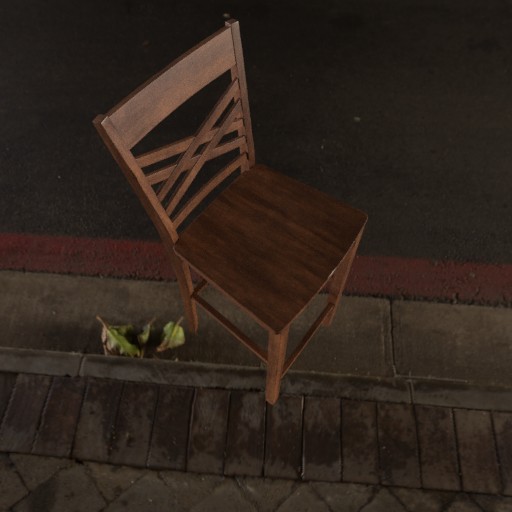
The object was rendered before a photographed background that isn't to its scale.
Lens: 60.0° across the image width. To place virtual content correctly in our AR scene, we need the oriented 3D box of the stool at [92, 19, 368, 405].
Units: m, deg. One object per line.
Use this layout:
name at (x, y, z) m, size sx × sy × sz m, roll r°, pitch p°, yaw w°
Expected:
stool at (0.000, 0.000, 1.336) m, size 0.487 × 1.105 × 0.433 m, roll 33°, pitch 64°, yaw 18°
